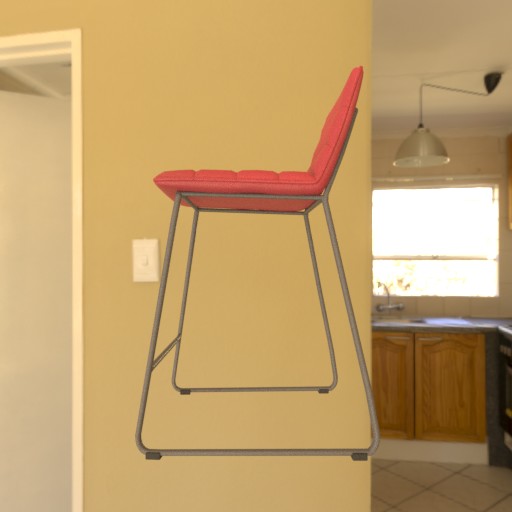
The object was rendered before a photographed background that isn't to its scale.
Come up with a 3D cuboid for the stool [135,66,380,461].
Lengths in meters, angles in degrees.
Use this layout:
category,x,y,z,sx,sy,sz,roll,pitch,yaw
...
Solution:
category,x,y,z,sx,sy,sz,roll,pitch,yaw
stool,0.000,0.000,1.175,0.524,0.866,0.489,0,0,-1
